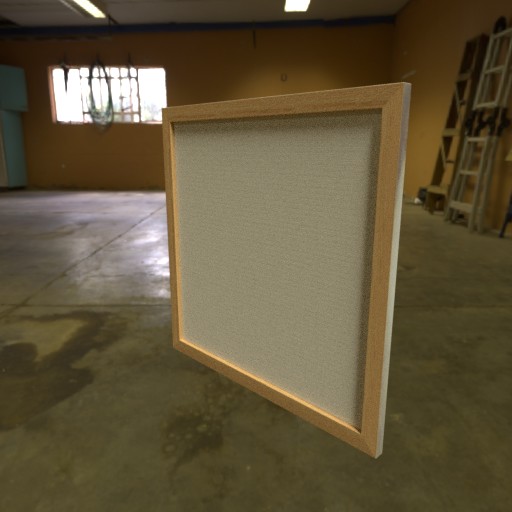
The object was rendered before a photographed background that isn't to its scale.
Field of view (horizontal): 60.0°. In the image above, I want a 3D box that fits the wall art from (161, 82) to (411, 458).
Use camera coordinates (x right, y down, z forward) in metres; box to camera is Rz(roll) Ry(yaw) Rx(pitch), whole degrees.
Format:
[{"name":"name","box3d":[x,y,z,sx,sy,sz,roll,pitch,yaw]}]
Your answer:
[{"name":"wall art","box3d":[0.000,0.000,1.135,0.027,0.762,0.762,-13,19,-43]}]
